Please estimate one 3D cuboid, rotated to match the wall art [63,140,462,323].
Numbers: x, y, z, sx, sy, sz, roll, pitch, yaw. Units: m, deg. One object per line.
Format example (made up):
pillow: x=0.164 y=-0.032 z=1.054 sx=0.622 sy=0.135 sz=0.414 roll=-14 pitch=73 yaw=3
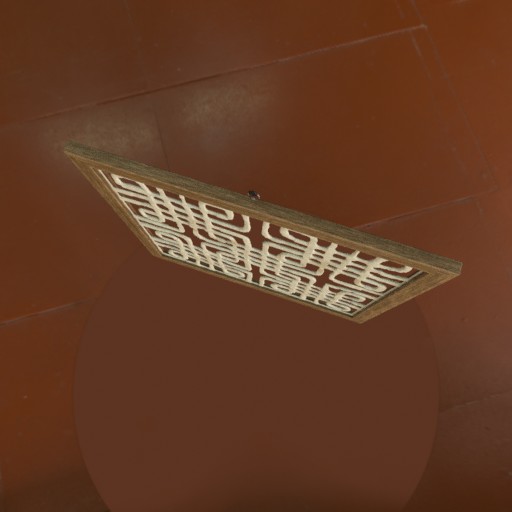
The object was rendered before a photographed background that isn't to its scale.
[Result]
wall art: x=0.000 y=0.000 z=0.857 sx=0.561 sy=0.582 sz=0.021 roll=18 pitch=76 yaw=5
